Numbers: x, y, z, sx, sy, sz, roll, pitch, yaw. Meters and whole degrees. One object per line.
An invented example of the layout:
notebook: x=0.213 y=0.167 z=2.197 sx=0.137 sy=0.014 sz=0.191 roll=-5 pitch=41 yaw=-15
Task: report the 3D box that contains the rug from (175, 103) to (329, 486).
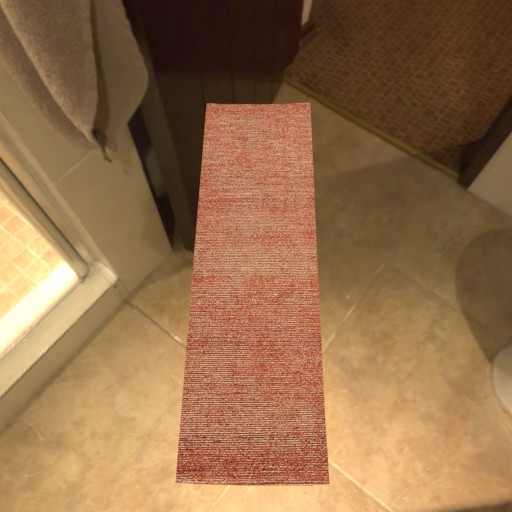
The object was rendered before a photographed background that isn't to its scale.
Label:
rug: x=0.000 y=0.000 z=2.556 sx=0.718 sy=0.013 sz=2.353 roll=1 pitch=65 yaw=0
